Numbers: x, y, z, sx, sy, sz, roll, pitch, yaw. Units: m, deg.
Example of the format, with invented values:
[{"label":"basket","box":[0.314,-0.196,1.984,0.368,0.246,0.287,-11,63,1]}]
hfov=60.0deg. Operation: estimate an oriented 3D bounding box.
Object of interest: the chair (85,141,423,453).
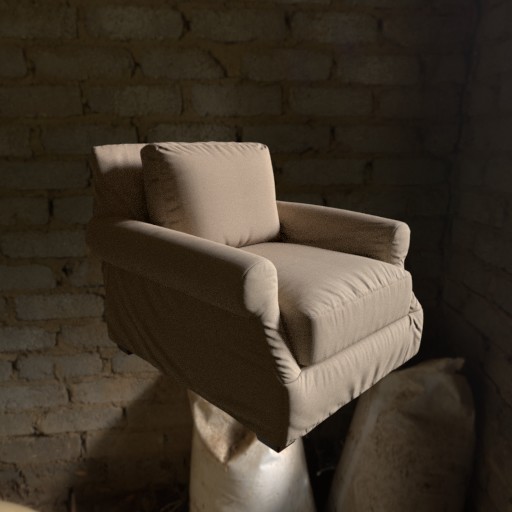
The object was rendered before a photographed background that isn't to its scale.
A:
[{"label":"chair","box":[0.000,0.000,1.730,0.940,0.866,1.066,-14,20,-43]}]
